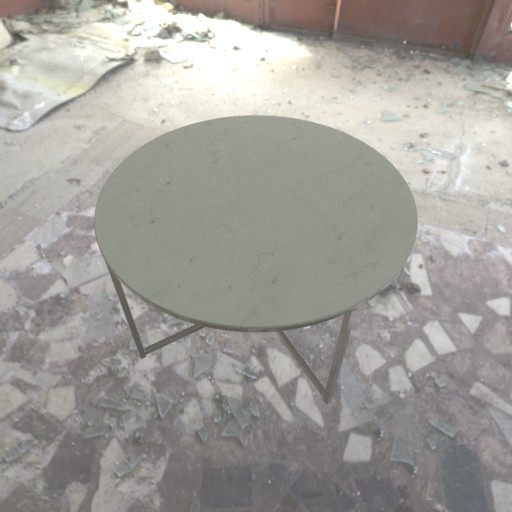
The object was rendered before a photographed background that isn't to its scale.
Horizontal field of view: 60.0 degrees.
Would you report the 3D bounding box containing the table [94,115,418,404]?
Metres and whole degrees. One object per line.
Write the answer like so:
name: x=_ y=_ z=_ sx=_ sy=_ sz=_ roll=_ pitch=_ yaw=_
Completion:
table: x=0.000 y=0.000 z=1.291 sx=0.800 sy=0.450 sz=0.800 roll=0 pitch=47 yaw=0
